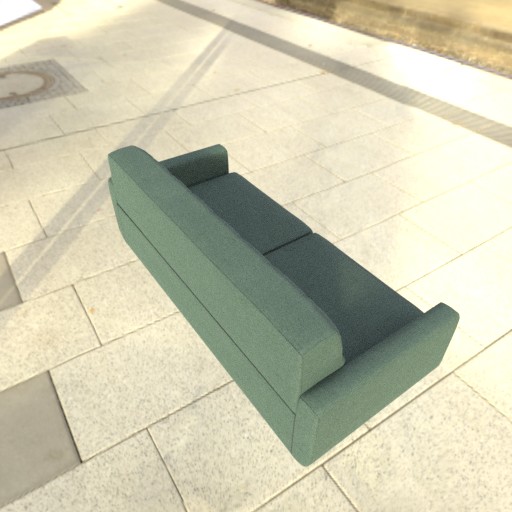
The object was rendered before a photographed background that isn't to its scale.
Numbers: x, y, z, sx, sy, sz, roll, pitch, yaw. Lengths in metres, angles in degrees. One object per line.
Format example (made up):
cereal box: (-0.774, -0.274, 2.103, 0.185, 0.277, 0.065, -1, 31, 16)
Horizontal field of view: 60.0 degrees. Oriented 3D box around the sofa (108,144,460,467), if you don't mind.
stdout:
sofa: (0.000, 0.000, 2.509, 0.909, 0.841, 2.029, -25, 47, -26)
